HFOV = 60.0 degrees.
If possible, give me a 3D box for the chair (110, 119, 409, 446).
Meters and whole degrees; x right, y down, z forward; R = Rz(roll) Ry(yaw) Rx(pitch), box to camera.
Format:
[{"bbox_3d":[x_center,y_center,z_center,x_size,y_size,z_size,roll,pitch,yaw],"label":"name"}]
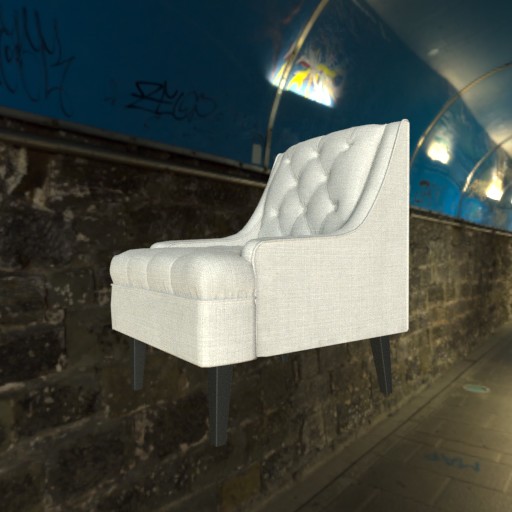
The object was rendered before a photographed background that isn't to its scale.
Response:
[{"bbox_3d":[0.000,0.000,1.448,0.772,0.891,0.658,-1,1,-36],"label":"chair"}]
